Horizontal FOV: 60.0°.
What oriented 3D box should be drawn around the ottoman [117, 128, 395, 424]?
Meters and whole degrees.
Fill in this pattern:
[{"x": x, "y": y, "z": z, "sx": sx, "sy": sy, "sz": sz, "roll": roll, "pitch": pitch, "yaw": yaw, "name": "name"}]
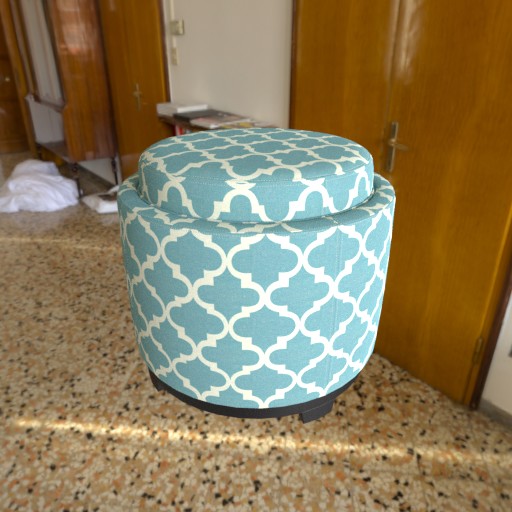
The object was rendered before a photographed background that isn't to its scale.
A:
[{"x": 0.000, "y": 0.000, "z": 0.841, "sx": 0.480, "sy": 0.429, "sz": 0.480, "roll": 0, "pitch": 26, "yaw": 0, "name": "ottoman"}]
